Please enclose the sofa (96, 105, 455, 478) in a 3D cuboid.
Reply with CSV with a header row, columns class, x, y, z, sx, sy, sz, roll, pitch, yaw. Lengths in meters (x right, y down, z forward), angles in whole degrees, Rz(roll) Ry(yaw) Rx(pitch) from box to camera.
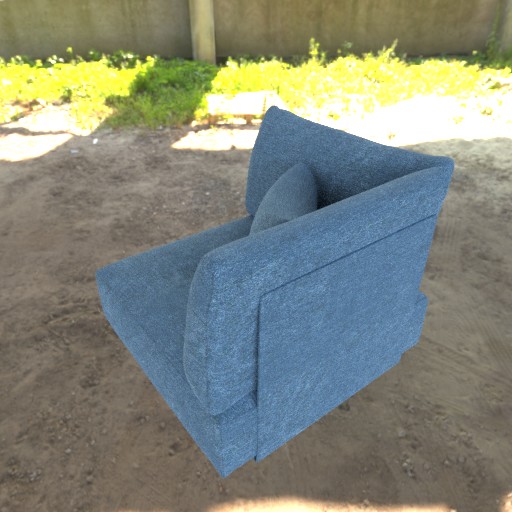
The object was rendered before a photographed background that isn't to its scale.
class,x,y,z,sx,sy,sz,roll,pitch,yaw
sofa,0.000,0.000,1.693,1.000,0.820,1.000,-22,39,-31
